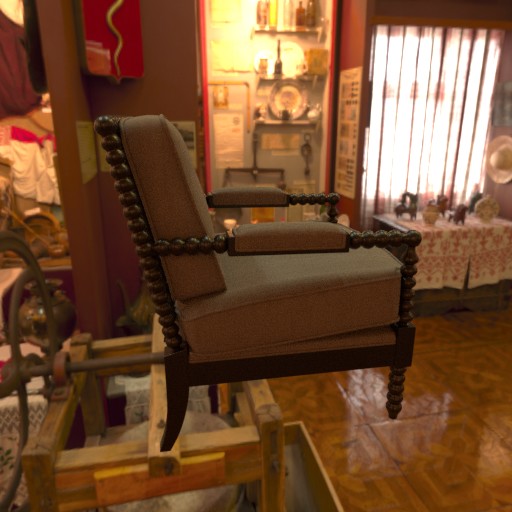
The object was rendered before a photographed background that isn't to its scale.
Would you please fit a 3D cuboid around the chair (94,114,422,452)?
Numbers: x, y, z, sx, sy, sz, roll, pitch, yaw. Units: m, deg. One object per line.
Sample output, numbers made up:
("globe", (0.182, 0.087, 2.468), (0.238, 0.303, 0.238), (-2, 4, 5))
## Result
("chair", (0.000, 0.000, 1.084), (0.622, 0.661, 0.540), (-3, 18, -10))
